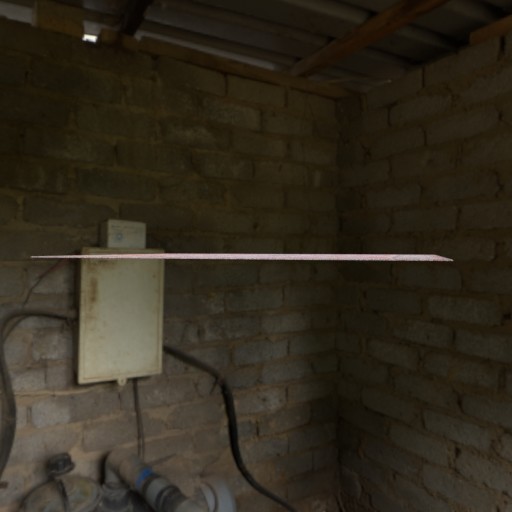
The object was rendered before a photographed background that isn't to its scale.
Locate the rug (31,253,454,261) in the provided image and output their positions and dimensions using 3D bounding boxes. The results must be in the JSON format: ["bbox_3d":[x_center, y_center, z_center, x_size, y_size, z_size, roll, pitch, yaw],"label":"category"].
[{"bbox_3d":[0.000,0.000,2.359,1.829,0.005,1.219,0,1,19],"label":"rug"}]
